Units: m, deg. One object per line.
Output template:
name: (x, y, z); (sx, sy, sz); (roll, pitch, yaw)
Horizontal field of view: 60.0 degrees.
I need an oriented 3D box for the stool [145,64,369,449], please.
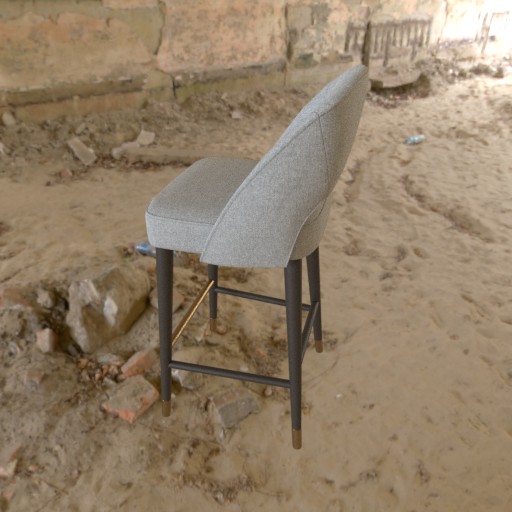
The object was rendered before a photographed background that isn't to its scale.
stool: (0.000, 0.000, 1.287); (0.509, 1.037, 0.494); (8, 33, 14)
